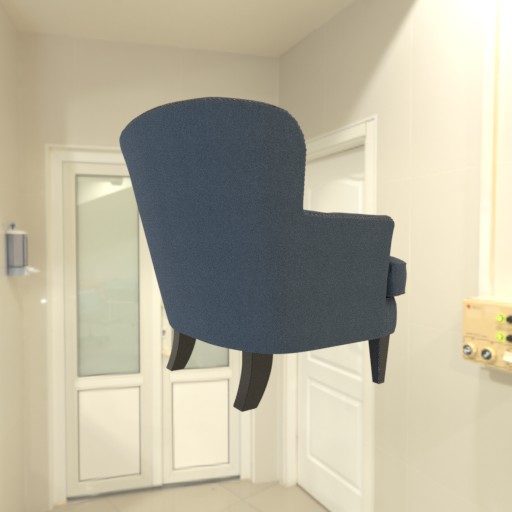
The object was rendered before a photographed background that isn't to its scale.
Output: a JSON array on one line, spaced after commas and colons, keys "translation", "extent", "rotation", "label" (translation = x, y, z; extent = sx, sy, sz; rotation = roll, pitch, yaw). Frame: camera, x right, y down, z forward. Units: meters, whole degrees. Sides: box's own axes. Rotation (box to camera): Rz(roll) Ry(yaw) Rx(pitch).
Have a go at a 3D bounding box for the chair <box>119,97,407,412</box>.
[{"translation": [0.000, 0.000, 1.597], "extent": [0.906, 0.868, 0.848], "rotation": [-1, 2, -35], "label": "chair"}]
